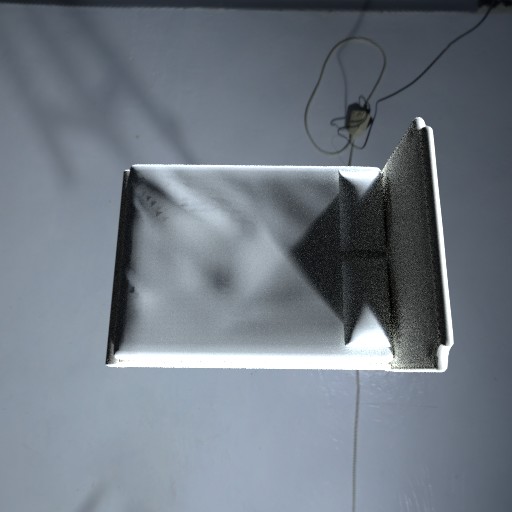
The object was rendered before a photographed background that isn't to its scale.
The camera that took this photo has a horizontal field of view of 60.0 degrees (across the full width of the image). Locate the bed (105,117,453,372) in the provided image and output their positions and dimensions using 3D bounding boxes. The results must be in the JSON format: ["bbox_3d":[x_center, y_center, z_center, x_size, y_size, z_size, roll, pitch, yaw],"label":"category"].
[{"bbox_3d":[0.000,0.000,3.436,2.365,1.443,1.712,1,75,0],"label":"bed"}]
